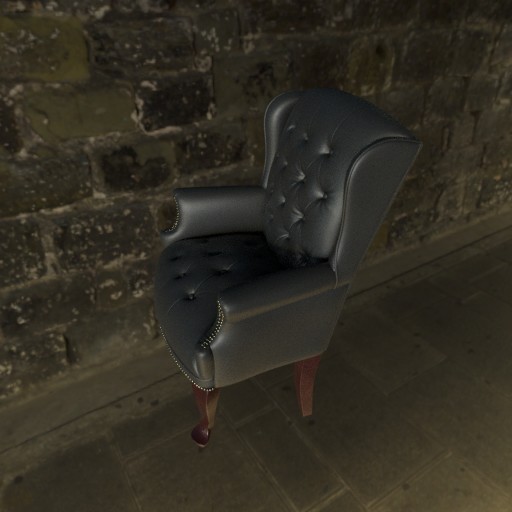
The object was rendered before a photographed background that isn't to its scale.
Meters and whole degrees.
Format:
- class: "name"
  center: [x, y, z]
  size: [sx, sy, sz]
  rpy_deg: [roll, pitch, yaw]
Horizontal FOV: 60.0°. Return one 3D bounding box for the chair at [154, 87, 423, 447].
- class: "chair"
  center: [0.000, 0.000, 1.623]
  size: [0.762, 1.111, 0.838]
  rpy_deg: [-10, 33, -15]
